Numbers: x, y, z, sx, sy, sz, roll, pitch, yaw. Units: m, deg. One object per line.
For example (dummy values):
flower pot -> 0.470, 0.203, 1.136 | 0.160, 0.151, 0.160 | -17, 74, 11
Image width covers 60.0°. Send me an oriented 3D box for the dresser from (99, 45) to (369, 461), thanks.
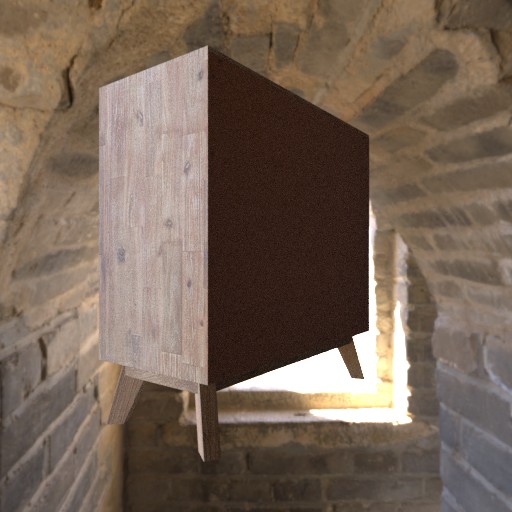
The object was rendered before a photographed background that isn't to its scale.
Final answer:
dresser -> 0.000, 0.000, 1.619 | 0.455, 1.029, 0.998 | 0, 0, 37
